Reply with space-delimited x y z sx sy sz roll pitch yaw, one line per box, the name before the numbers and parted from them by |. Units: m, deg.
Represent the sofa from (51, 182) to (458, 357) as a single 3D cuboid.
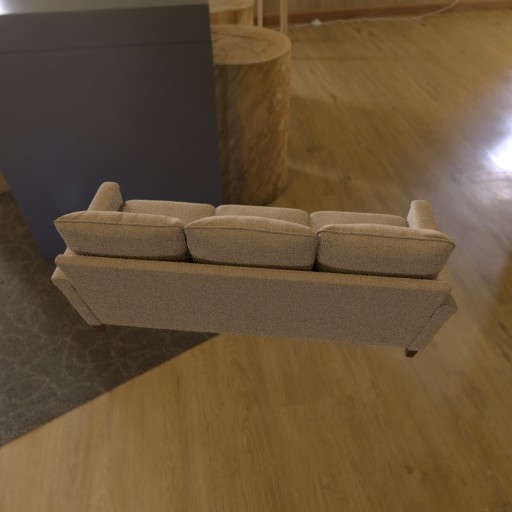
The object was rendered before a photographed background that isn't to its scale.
sofa | 0.000 0.000 2.428 1.925 0.959 0.828 4 47 4
